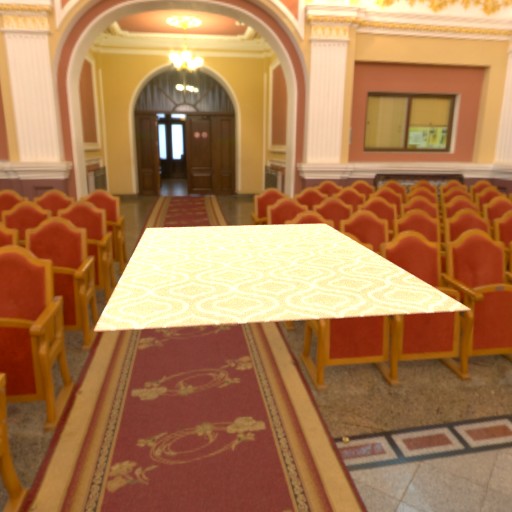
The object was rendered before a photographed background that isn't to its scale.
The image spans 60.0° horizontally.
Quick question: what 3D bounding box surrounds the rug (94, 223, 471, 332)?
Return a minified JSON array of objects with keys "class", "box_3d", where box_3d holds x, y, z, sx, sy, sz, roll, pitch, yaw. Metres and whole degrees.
[{"class":"rug","box_3d":[0.000,0.000,4.404,2.438,0.010,3.353,-2,14,-8]}]
